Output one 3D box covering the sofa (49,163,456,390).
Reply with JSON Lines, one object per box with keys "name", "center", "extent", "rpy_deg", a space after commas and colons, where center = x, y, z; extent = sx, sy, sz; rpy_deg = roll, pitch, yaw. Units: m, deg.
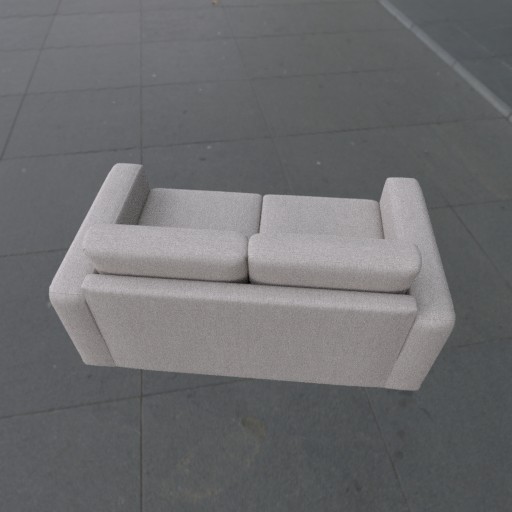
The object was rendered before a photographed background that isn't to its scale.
{"name": "sofa", "center": [0.000, 0.000, 2.050], "extent": [1.540, 0.800, 0.900], "rpy_deg": [4, 47, 3]}
